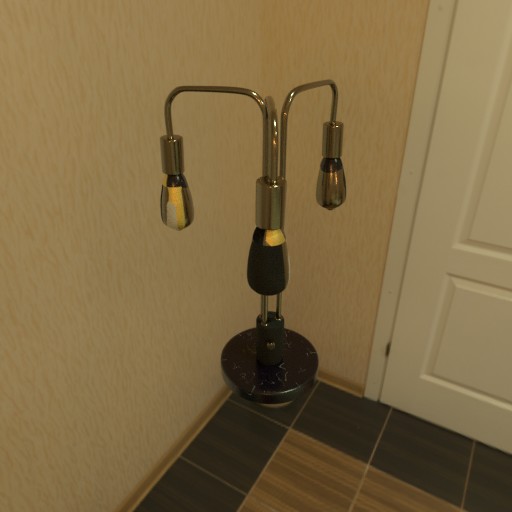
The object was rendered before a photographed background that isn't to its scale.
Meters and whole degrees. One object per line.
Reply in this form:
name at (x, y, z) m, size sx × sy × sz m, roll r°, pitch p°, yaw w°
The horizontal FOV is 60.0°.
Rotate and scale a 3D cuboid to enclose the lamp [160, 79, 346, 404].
lamp at (0.000, 0.000, 0.792) m, size 0.355 × 0.560 × 0.368 m, roll 1°, pitch 30°, yaw 1°
